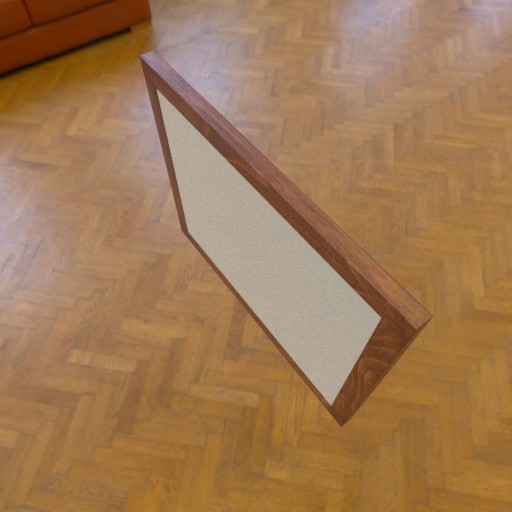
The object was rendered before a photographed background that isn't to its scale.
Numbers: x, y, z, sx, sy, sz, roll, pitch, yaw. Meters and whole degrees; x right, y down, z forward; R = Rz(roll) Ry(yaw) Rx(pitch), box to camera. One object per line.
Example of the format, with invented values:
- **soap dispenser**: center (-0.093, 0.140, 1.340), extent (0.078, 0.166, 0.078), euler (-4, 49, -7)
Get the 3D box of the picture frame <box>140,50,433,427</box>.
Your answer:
- **picture frame**: center (0.000, 0.000, 0.753), extent (0.025, 0.457, 0.559), euler (-32, 63, -19)
